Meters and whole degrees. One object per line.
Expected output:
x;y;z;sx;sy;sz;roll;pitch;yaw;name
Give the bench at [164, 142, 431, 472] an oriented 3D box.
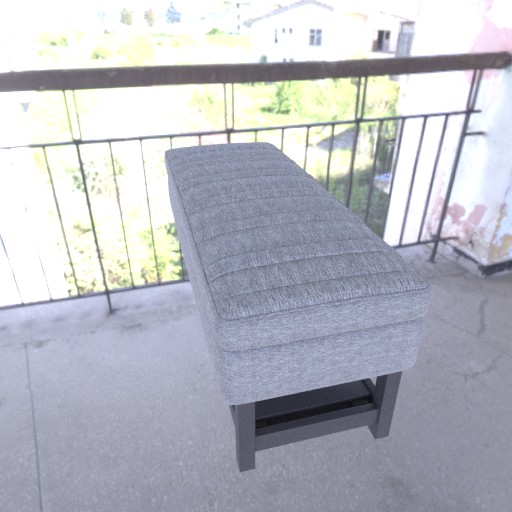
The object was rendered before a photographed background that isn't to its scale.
0.000;0.000;1.329;0.429;0.470;1.100;-7;30;-13;bench
